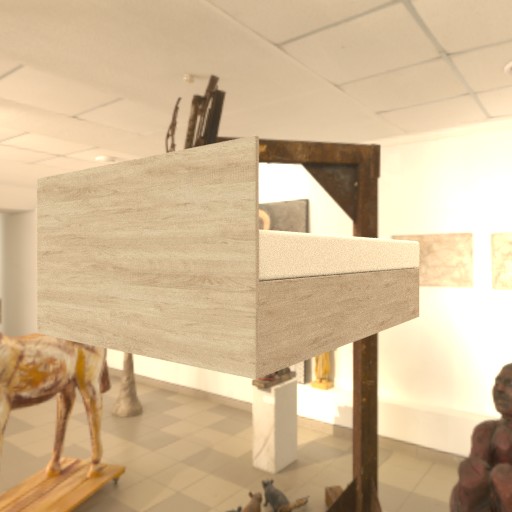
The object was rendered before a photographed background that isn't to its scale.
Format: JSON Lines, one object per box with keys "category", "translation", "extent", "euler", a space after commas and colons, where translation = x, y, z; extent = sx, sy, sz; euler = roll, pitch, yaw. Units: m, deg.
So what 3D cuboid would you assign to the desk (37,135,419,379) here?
{"category": "desk", "translation": [0.000, 0.000, 2.631], "extent": [1.400, 0.800, 1.900], "euler": [0, 0, 36]}
